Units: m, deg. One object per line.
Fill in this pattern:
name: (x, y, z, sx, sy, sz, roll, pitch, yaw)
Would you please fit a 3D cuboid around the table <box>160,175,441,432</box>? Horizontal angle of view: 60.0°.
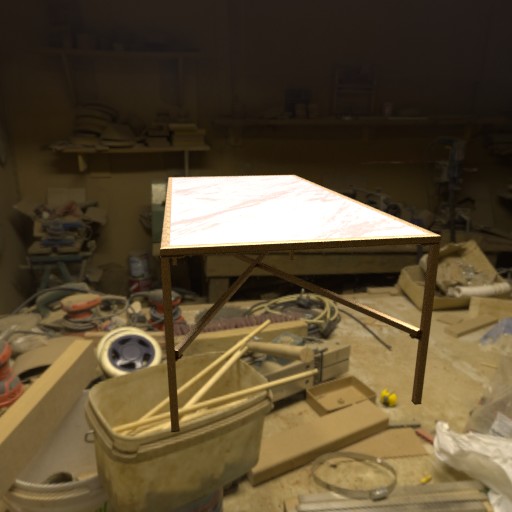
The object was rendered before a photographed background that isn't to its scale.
table: (0.000, 0.000, 1.498, 0.577, 0.405, 1.197, -3, 17, -10)
